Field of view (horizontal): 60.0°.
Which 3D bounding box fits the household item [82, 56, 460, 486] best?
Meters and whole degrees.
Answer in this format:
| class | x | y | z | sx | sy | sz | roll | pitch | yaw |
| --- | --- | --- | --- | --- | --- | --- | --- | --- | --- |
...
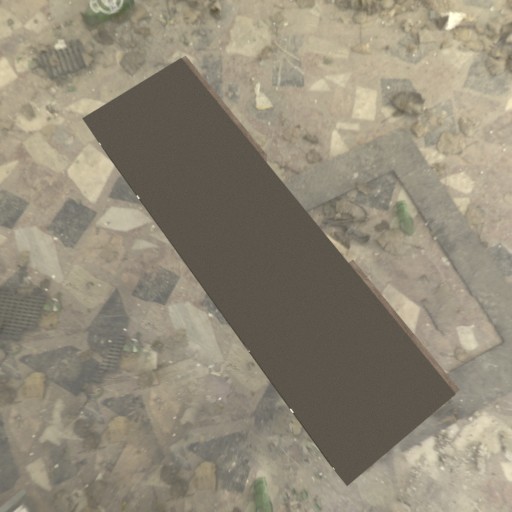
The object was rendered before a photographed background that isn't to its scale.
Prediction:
| class | x | y | z | sx | sy | sz | roll | pitch | yaw |
| --- | --- | --- | --- | --- | --- | --- | --- | --- | --- |
| household item | 0.000 | 0.000 | 1.528 | 0.420 | 0.310 | 1.400 | -36 | 78 | -9 |
